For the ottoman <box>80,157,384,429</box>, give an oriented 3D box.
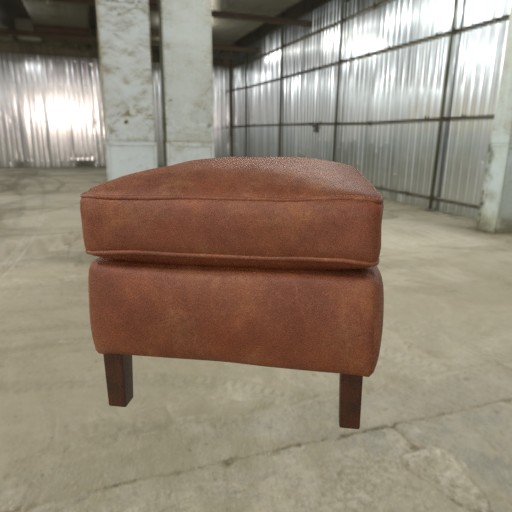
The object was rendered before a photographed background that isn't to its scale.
[{"bbox_3d":[0.000,0.000,0.992,0.501,0.418,0.665,2,15,9],"label":"ottoman"}]
